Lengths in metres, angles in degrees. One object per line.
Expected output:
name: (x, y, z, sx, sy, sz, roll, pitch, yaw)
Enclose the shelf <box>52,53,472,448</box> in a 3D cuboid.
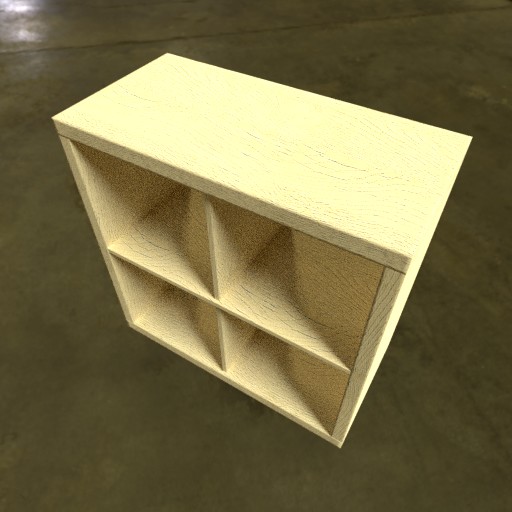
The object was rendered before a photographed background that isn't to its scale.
shelf: (0.000, 0.000, 1.211, 0.790, 0.786, 0.390, 24, 51, 21)
